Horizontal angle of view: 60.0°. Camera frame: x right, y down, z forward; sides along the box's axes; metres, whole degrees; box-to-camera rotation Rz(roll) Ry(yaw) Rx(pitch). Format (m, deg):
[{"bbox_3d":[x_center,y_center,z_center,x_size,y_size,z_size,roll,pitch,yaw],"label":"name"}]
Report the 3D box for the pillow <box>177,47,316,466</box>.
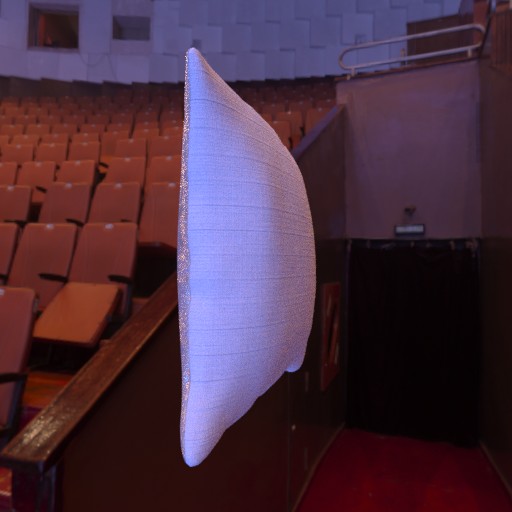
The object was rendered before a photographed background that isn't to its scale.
[{"bbox_3d":[0.000,0.000,0.704,0.175,0.464,0.470,0,-1,18],"label":"pillow"}]
